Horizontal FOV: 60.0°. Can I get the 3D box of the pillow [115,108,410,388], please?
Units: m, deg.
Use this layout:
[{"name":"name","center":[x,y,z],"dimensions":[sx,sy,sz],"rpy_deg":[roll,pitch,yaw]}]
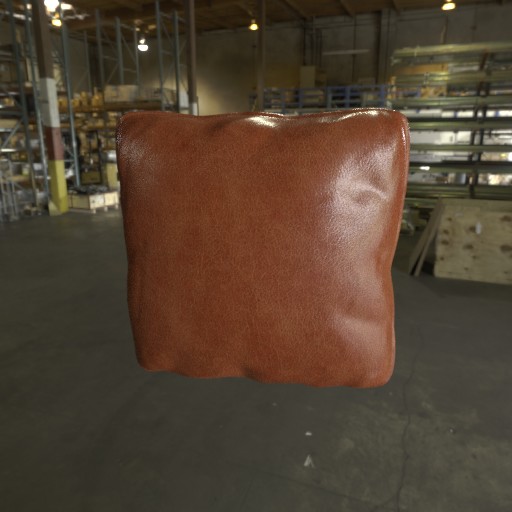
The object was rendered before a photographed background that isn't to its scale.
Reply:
[{"name":"pillow","center":[0.000,0.000,0.830],"dimensions":[0.532,0.523,0.236],"rpy_deg":[2,15,9]}]
